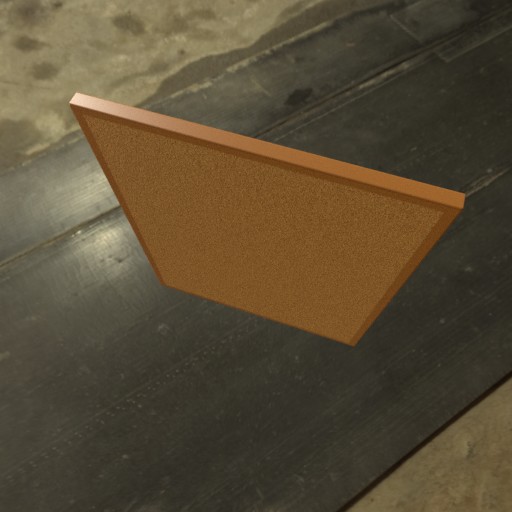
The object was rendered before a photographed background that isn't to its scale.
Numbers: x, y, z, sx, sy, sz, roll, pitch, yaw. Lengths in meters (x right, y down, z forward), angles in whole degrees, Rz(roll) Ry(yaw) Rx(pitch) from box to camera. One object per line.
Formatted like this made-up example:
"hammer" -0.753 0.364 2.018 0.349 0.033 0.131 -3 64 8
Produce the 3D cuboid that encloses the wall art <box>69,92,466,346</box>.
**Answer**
"wall art" 0.000 0.000 0.503 0.310 0.379 0.015 17 65 8
